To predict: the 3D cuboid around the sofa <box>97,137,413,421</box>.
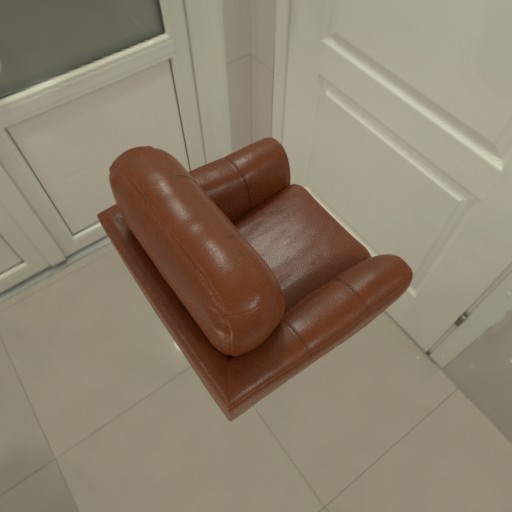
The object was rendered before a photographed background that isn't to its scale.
[{"bbox_3d":[0.000,0.000,1.574,0.789,0.876,0.836,-32,64,-18],"label":"sofa"}]
